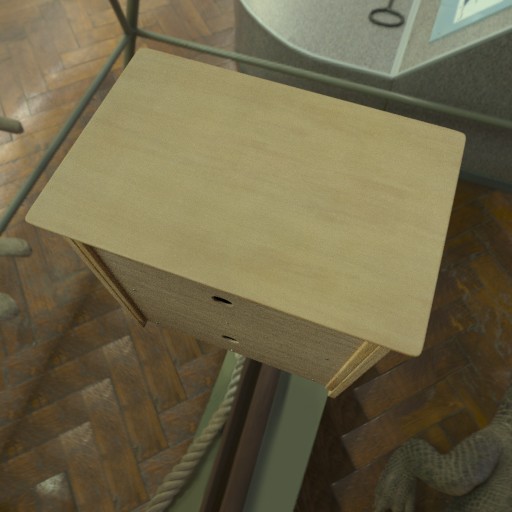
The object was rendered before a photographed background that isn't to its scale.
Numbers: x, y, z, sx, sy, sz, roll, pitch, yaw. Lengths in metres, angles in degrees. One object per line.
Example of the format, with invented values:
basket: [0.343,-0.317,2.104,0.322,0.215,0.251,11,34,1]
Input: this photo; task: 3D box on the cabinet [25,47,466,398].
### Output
cabinet: [0.000,0.000,1.230,0.763,0.762,0.503,18,66,8]
